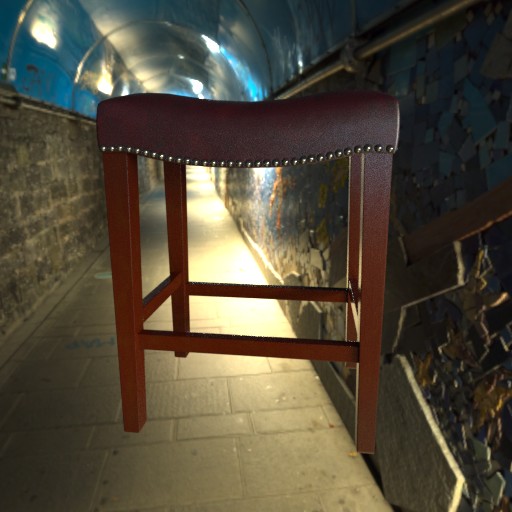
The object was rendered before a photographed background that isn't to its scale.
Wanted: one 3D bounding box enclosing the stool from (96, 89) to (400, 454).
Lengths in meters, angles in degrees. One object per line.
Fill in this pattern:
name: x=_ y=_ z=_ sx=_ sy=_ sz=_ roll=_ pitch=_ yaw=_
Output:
stool: x=0.000 y=0.000 z=0.954 sx=0.504 sy=0.657 sz=0.372 roll=2 pitch=14 yaw=8
